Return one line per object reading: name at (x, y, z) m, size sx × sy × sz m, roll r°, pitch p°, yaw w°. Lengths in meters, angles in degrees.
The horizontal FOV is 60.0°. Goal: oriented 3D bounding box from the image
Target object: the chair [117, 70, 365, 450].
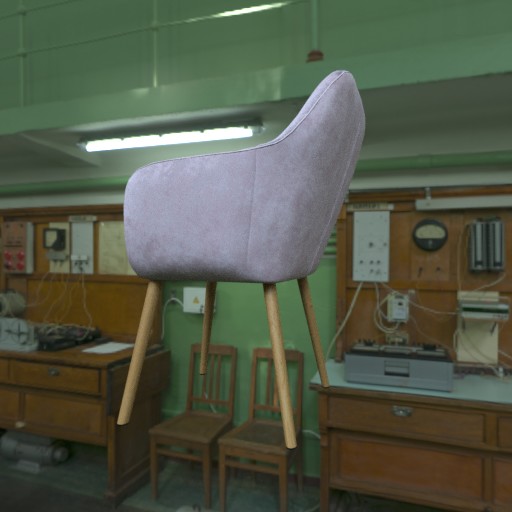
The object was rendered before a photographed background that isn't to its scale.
chair at (0.000, 0.000, 1.226) m, size 0.570 × 0.832 × 0.610 m, roll 0°, pitch 1°, yaw 18°
